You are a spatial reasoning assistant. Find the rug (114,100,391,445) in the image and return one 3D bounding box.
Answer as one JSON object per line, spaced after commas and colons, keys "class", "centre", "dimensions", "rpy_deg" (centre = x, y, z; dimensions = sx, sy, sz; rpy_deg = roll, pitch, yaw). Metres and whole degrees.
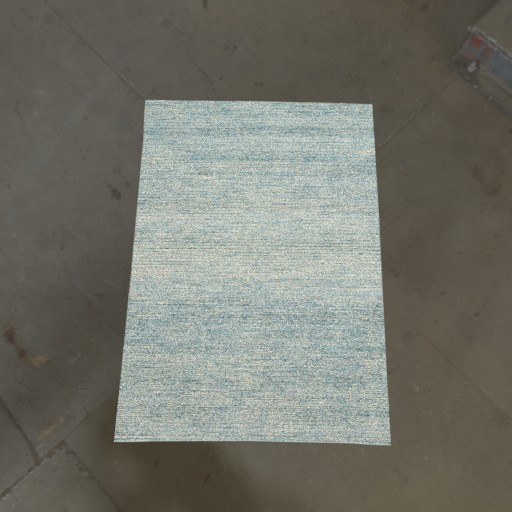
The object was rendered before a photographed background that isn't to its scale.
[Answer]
{"class": "rug", "centre": [0.000, 0.000, 2.850], "dimensions": [1.611, 0.026, 2.260], "rpy_deg": [1, 76, 0]}
